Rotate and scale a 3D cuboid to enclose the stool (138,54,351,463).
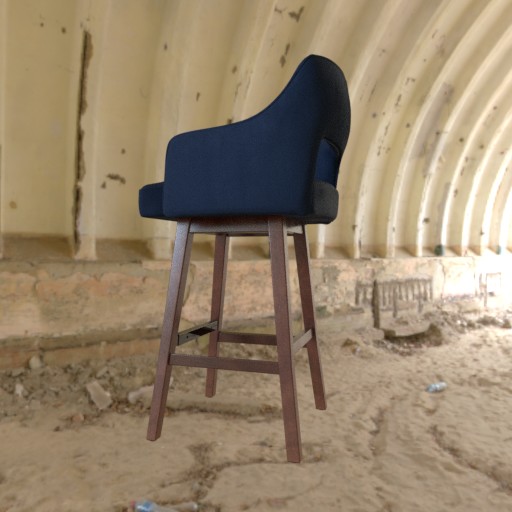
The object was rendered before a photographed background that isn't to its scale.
[{"bbox_3d":[0.000,0.000,1.364,0.560,1.041,0.550,0,1,18],"label":"stool"}]
